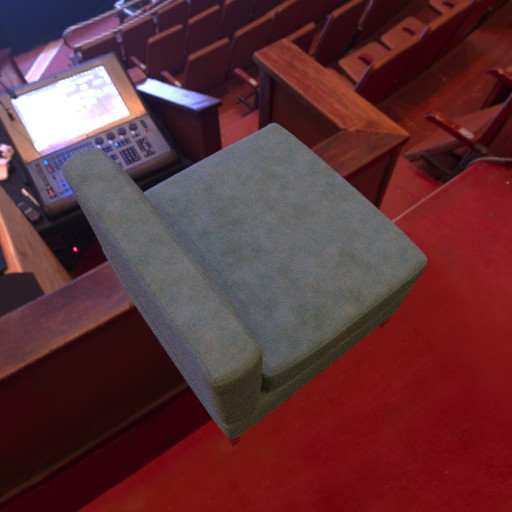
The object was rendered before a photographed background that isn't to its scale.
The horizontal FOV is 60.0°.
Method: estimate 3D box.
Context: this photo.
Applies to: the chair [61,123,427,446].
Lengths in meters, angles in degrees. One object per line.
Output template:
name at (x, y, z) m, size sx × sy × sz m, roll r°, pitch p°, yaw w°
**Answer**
chair at (0.000, 0.000, 1.262) m, size 0.685 × 0.660 × 0.684 m, roll -33°, pitch 64°, yaw -18°
